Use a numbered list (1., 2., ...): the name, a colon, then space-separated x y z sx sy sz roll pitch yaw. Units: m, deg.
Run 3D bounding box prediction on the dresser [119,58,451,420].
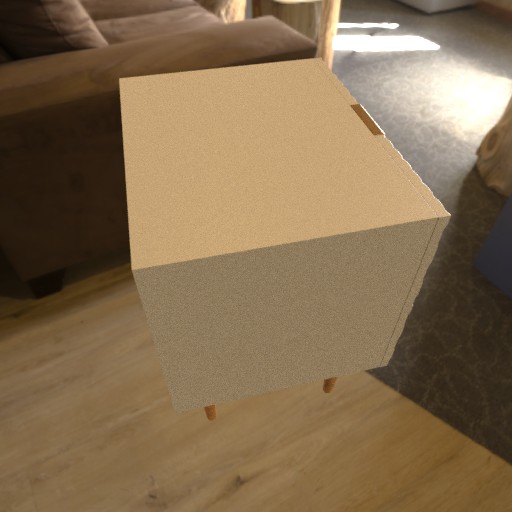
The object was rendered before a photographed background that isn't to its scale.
1. dresser: 0.000 0.000 0.913 0.414 0.568 0.503 -10 47 -9
